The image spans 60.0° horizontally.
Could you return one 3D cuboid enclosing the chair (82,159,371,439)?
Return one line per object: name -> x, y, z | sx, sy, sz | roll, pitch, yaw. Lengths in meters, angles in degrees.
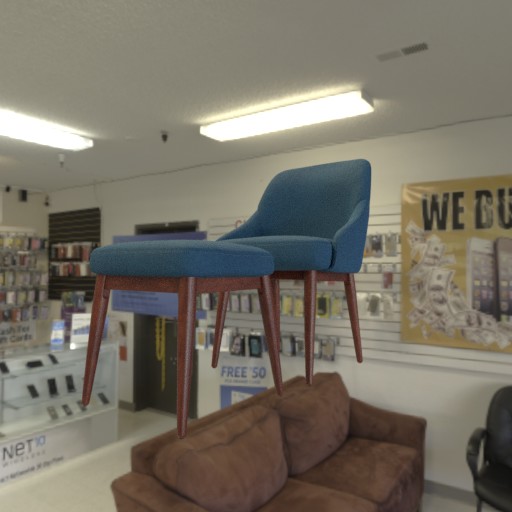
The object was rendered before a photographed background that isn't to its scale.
chair -> 0.000, 0.000, 1.589 | 0.584, 0.866, 1.114 | -1, -1, 37
